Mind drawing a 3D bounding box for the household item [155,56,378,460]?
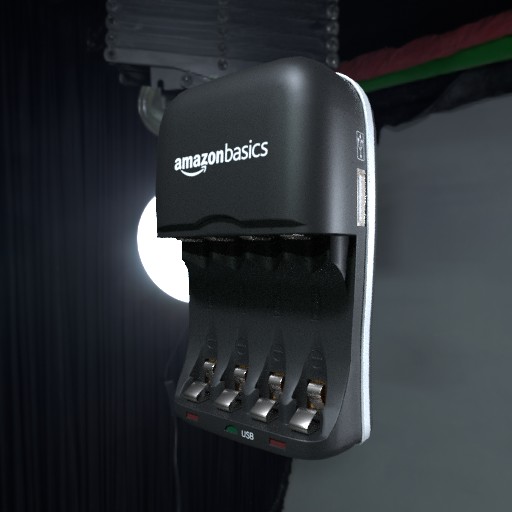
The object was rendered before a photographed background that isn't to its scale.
[{"bbox_3d":[0.000,0.000,0.142,0.070,0.114,0.038,0,1,37],"label":"household item"}]
